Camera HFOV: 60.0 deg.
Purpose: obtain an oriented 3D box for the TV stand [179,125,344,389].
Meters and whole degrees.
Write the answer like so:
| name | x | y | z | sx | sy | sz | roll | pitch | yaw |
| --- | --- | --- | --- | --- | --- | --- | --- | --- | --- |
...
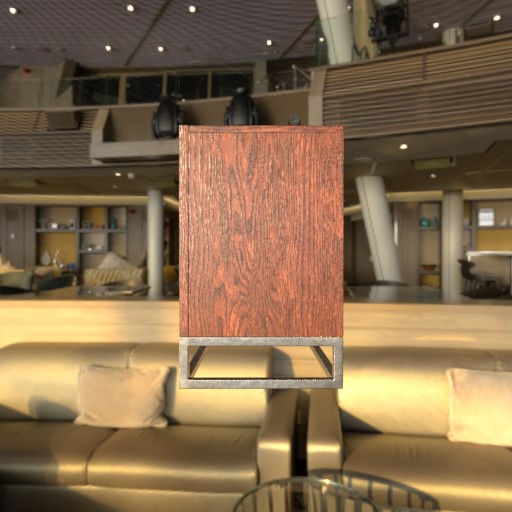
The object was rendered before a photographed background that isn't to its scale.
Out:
| name | x | y | z | sx | sy | sz | roll | pitch | yaw |
| --- | --- | --- | --- | --- | --- | --- | --- | --- | --- |
| TV stand | 0.000 | 0.000 | 1.741 | 0.382 | 0.578 | 1.541 | 0 | 0 | 0 |
